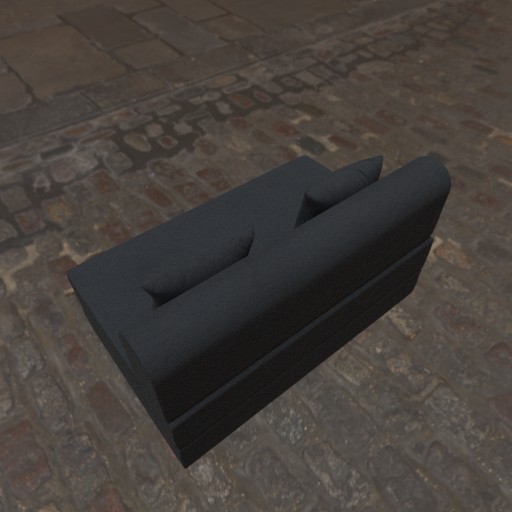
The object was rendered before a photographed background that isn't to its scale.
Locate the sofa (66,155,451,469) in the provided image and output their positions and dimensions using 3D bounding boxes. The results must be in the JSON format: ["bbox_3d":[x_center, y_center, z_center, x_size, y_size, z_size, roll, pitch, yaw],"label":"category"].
[{"bbox_3d":[0.000,0.000,1.710,1.225,0.670,0.762,-30,54,-25],"label":"sofa"}]
